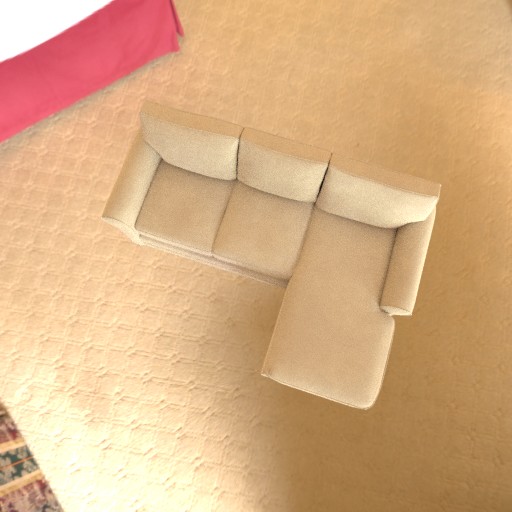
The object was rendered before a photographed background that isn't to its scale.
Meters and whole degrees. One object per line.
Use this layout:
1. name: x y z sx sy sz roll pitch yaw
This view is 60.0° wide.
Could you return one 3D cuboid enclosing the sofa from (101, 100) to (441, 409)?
1. sofa: 0.000 0.000 2.477 1.770 0.734 1.226 17 76 4
